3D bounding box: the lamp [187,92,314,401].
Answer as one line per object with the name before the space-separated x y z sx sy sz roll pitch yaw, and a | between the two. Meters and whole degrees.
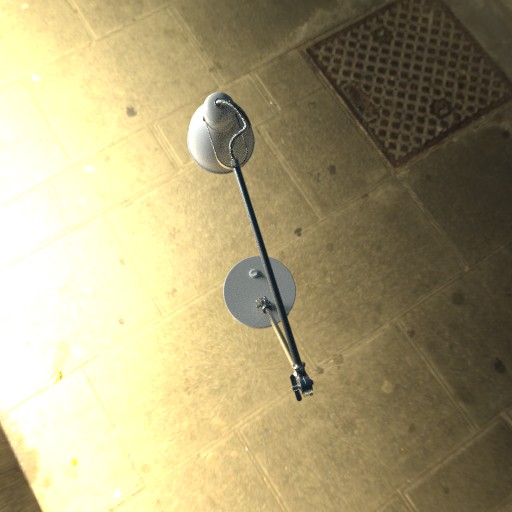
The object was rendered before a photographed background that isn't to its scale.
lamp | 0.000 0.000 0.895 0.187 0.587 0.561 -18 77 -4
